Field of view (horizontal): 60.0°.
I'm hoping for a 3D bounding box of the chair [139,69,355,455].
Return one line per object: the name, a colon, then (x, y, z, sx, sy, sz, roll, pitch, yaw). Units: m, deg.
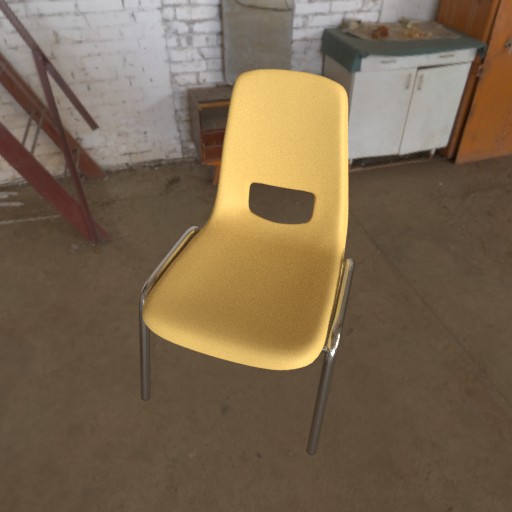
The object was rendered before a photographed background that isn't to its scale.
chair: (0.000, 0.000, 0.796, 0.354, 0.536, 0.385, 12, 42, 14)
